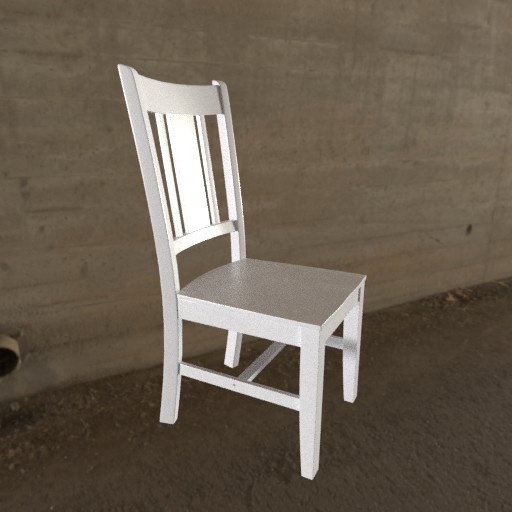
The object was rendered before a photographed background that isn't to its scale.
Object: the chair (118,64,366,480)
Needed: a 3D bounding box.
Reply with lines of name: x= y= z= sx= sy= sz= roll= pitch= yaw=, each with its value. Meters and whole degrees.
chair: x=0.000 y=0.000 z=1.271 sx=0.555 sy=0.998 sz=0.450 roll=8 pitch=18 yaw=26
